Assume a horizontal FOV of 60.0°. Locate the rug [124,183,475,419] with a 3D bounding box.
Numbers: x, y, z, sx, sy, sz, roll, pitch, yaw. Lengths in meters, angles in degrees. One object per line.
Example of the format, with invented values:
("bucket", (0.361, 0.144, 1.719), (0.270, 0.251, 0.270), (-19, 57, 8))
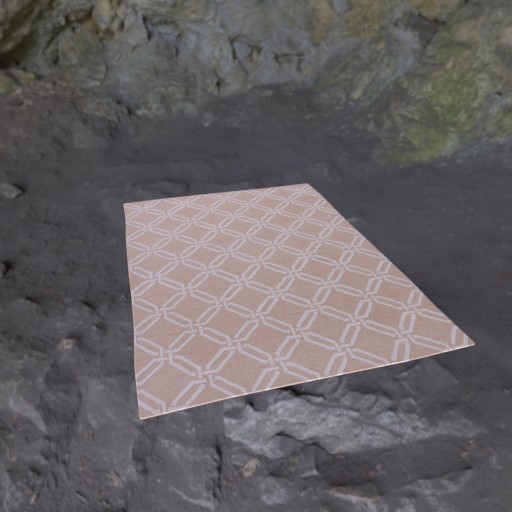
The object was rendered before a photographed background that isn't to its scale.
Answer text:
("rug", (0.000, 0.000, 4.368), (2.452, 0.020, 3.365), (-8, 32, -14))
